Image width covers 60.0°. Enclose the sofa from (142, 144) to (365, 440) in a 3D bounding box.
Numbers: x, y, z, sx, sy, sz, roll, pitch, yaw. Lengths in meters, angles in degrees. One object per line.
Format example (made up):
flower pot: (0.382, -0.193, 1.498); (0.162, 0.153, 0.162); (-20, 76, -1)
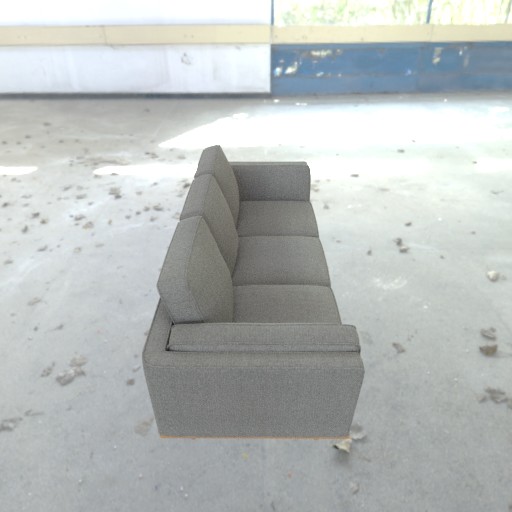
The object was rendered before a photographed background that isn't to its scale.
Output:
sofa: (0.000, 0.000, 2.806); (0.903, 0.899, 2.362); (0, 31, 0)
